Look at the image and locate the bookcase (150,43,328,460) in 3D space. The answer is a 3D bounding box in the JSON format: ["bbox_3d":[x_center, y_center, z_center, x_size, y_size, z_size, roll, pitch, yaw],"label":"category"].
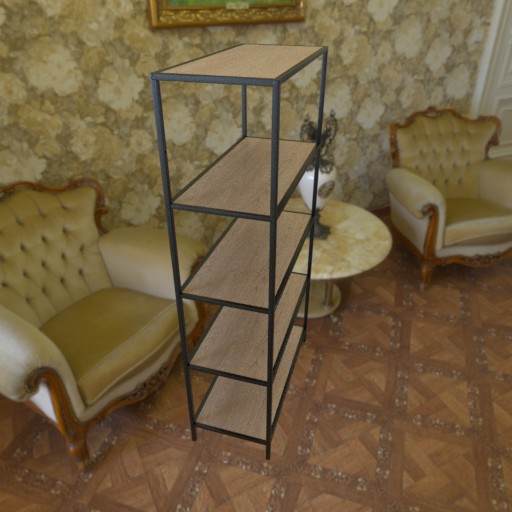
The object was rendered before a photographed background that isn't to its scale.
[{"bbox_3d":[0.000,0.000,1.819,0.350,1.500,0.770,9,32,14],"label":"bookcase"}]
